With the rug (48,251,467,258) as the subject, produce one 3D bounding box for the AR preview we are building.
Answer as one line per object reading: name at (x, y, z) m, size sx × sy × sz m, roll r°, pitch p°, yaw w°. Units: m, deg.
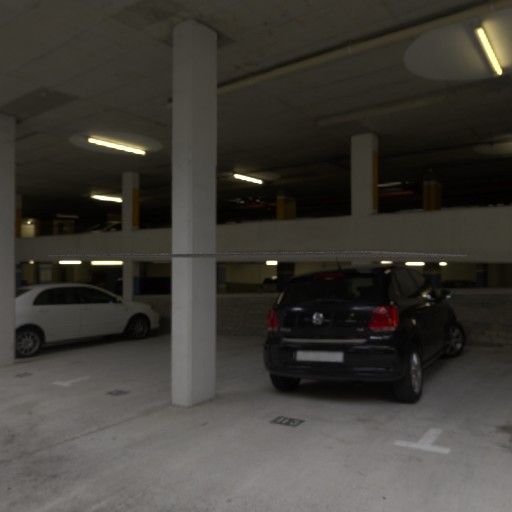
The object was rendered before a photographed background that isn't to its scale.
rug at (0.000, 0.000, 2.905) m, size 2.235 × 0.008 × 1.600 m, roll 0°, pitch -1°, yaw 36°
